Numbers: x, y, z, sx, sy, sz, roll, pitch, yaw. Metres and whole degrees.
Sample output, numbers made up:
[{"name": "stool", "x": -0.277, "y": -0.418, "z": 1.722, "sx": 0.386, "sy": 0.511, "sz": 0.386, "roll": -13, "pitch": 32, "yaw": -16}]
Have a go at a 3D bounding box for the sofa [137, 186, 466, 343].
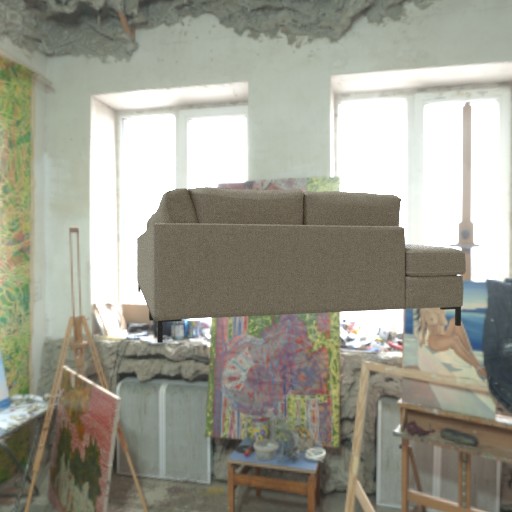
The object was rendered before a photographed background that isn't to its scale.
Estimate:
[{"name": "sofa", "x": 0.000, "y": 0.000, "z": 3.241, "sx": 1.617, "sy": 0.703, "sz": 2.423, "roll": 0, "pitch": 1, "yaw": -17}]
